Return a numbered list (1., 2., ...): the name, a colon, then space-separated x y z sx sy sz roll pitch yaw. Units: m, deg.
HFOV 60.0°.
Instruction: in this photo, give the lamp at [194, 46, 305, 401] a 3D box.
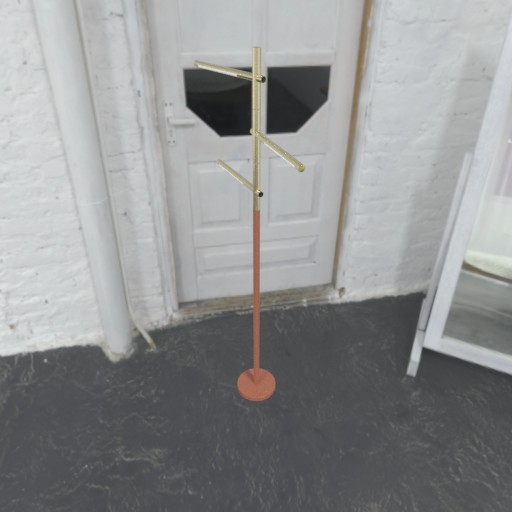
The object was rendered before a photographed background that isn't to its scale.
1. lamp: 0.000 0.000 1.979 0.209 1.704 0.737 -22 39 -29
